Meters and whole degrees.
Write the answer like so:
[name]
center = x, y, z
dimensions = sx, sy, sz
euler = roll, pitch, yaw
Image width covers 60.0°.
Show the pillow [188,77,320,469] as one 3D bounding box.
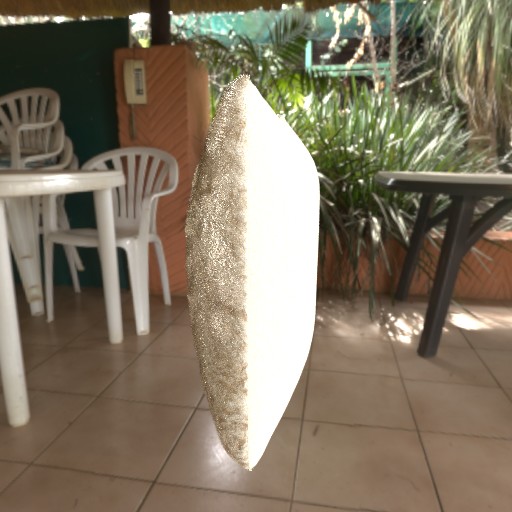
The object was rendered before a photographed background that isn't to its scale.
[pillow]
center = 0.000, 0.000, 0.788
dimensions = 0.216, 0.525, 0.538
euler = 2, 13, 9
